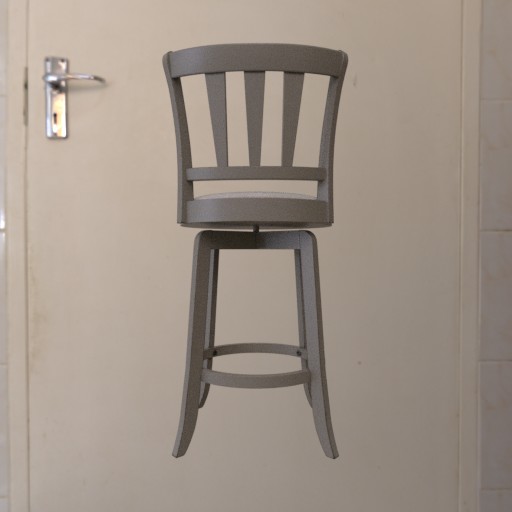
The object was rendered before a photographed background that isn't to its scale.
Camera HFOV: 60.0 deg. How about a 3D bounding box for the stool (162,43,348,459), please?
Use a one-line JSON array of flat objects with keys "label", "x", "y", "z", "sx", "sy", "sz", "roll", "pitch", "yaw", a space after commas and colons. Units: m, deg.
[{"label": "stool", "x": 0.000, "y": 0.000, "z": 1.236, "sx": 0.450, "sy": 0.994, "sz": 0.486, "roll": 0, "pitch": 1, "yaw": 1}]
